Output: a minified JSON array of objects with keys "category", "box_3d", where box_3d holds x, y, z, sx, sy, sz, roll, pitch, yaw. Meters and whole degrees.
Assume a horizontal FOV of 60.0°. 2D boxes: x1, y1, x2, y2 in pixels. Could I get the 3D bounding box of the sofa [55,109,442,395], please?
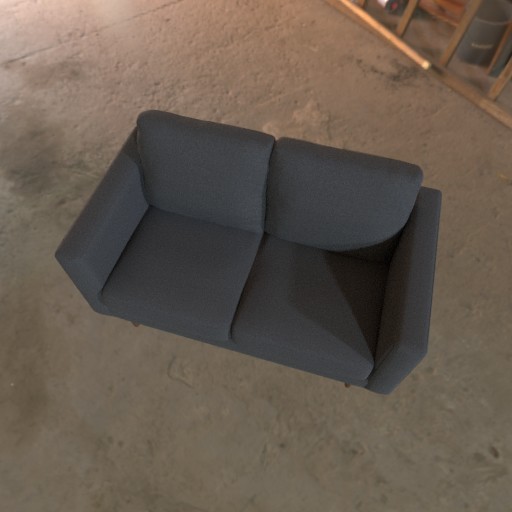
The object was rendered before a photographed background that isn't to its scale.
[{"category":"sofa","box_3d":[0.000,0.000,1.983,1.430,0.908,0.796,14,59,9]}]
